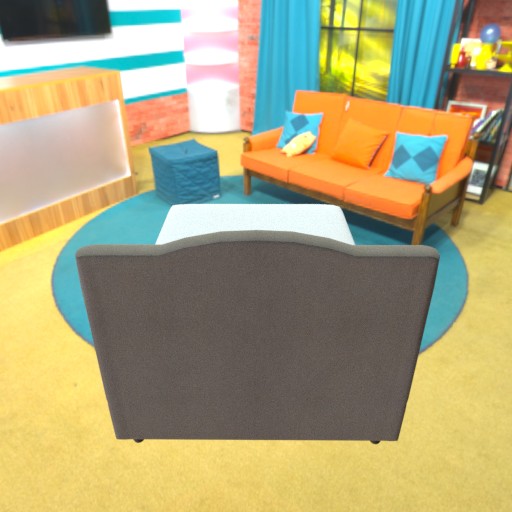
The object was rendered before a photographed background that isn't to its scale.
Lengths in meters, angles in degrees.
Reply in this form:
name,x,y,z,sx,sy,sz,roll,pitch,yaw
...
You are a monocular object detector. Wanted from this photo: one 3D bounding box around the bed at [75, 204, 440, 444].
name,x,y,z,sx,sy,sz,roll,pitch,yaw
bed,0.000,0.000,3.240,1.744,1.441,2.128,0,31,0
